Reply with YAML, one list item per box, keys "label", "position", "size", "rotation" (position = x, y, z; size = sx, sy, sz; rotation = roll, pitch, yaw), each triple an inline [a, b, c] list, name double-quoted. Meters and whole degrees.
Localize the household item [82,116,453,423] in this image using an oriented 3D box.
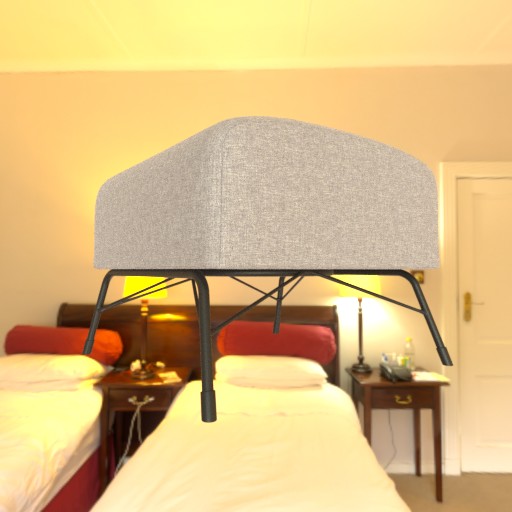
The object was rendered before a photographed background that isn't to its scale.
- label: "household item"
  position: [0.000, 0.000, 0.887]
  size: [0.530, 0.410, 0.530]
  rotation: [1, -2, -36]
